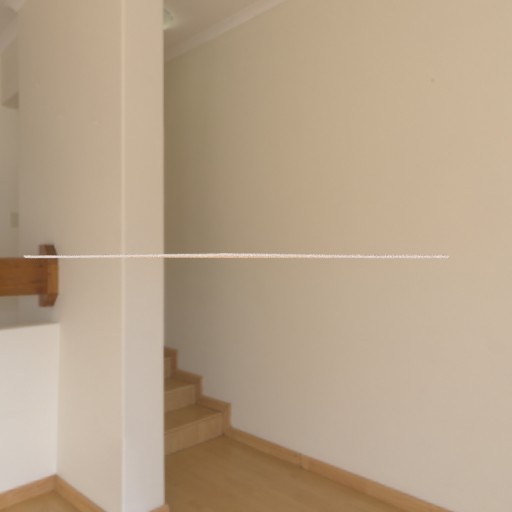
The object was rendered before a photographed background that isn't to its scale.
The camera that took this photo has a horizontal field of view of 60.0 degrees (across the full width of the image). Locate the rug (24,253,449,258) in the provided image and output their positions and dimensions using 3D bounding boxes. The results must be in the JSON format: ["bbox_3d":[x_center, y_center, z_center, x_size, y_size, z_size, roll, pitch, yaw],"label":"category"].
[{"bbox_3d":[0.000,0.000,4.321,3.245,0.046,2.467,0,0,18],"label":"rug"}]
